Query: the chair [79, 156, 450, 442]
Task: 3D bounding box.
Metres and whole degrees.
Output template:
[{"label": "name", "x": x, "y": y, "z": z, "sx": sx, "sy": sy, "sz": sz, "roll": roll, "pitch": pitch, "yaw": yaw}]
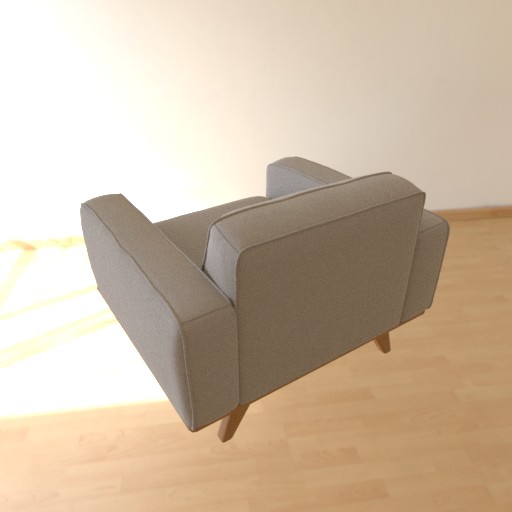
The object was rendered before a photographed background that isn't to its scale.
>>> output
[{"label": "chair", "x": 0.000, "y": 0.000, "z": 1.760, "sx": 1.115, "sy": 0.779, "sz": 0.953, "roll": -19, "pitch": 35, "yaw": -28}]
